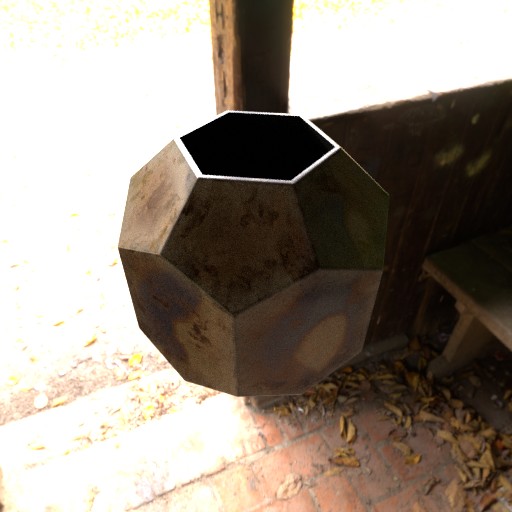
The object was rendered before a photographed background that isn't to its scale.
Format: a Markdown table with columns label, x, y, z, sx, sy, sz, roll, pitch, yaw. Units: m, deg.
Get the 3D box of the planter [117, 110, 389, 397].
| label | x | y | z | sx | sy | sz | roll | pitch | yaw |
| --- | --- | --- | --- | --- | --- | --- | --- | --- | --- |
| planter | 0.000 | 0.000 | 0.427 | 0.243 | 0.238 | 0.221 | 27 | 48 | 27 |
